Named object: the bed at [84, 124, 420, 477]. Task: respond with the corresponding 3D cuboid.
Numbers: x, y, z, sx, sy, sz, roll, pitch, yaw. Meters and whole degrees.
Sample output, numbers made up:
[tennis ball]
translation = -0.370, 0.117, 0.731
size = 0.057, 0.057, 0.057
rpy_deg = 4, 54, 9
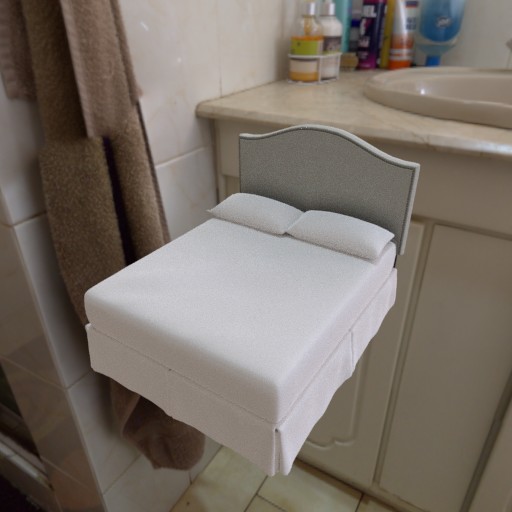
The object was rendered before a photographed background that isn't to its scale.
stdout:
[bed]
translation = 0.000, 0.000, 3.481
size = 1.813, 1.607, 2.180
rpy_deg = 18, 35, 29
